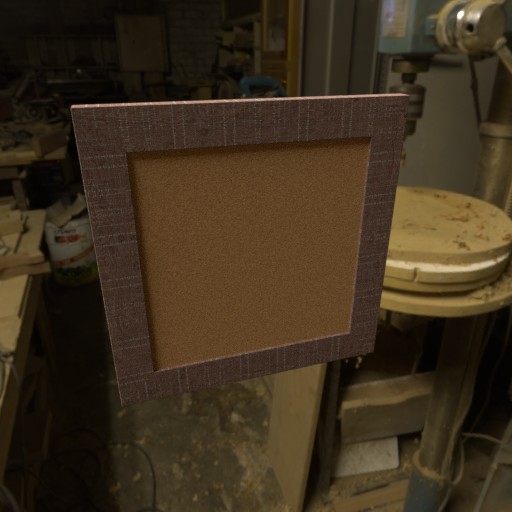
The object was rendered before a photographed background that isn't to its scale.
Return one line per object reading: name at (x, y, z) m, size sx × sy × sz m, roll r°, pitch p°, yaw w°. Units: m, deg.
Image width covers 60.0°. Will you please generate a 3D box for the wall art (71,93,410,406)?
wall art at (0.000, 0.000, 0.794) m, size 0.531 × 0.531 × 0.029 m, roll -8°, pitch 27°, yaw -16°
